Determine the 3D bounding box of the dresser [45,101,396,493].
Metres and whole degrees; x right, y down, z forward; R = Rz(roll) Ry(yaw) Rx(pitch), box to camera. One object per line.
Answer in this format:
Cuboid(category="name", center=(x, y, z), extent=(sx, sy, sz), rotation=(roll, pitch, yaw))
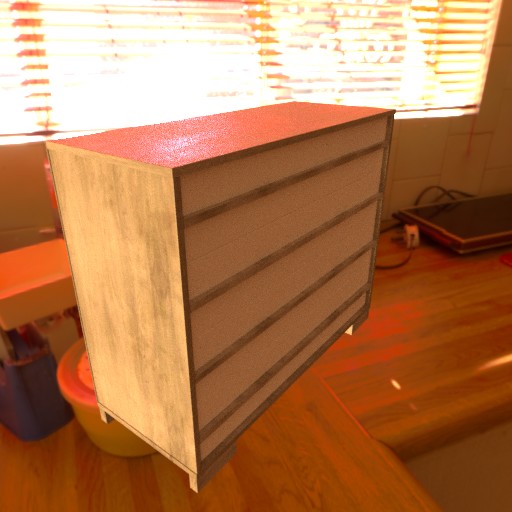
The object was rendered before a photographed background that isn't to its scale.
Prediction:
Cuboid(category="dresser", center=(0.000, 0.000, 1.389), extent=(0.404, 0.816, 0.994), rotation=(18, 31, 33))
